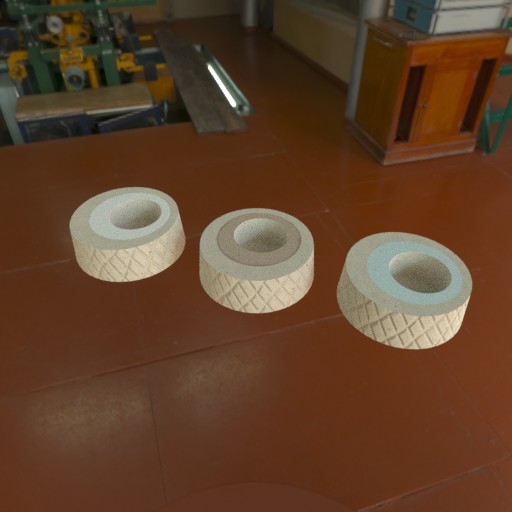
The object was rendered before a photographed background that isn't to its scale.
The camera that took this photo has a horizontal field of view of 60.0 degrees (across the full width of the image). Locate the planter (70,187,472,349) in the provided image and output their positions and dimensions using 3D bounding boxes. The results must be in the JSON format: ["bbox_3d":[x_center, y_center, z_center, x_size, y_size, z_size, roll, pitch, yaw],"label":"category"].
[{"bbox_3d":[0.000,0.000,0.430,0.390,0.038,0.114,11,43,13],"label":"planter"}]
